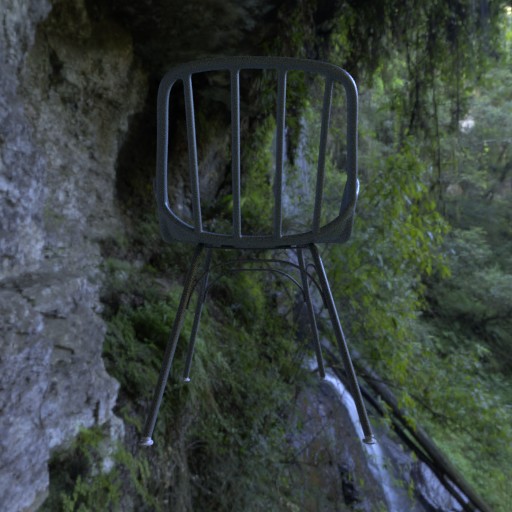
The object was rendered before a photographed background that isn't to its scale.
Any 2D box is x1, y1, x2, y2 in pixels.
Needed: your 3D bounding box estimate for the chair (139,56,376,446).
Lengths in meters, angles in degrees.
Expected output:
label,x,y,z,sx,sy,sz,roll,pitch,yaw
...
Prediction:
label,x,y,z,sx,sy,sz,roll,pitch,yaw
chair,0.000,0.000,1.200,0.549,0.816,0.597,0,-1,-1
